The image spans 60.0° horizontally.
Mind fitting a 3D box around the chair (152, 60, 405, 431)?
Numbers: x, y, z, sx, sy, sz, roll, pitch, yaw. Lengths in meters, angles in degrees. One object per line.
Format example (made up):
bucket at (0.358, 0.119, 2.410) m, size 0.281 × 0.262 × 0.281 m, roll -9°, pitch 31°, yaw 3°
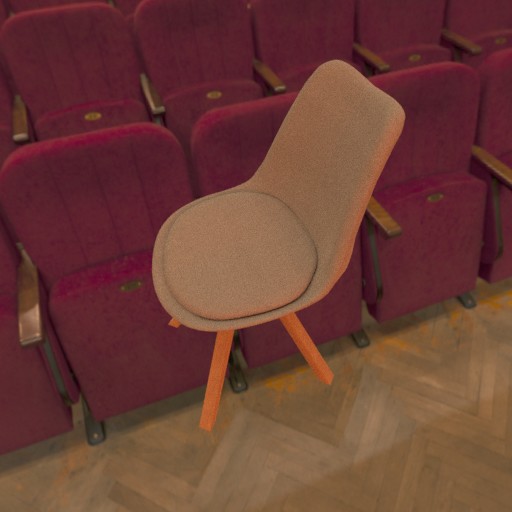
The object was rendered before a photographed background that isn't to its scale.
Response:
chair at (0.000, 0.000, 1.178) m, size 0.549 × 0.863 × 0.474 m, roll -15°, pitch 48°, yaw -15°
